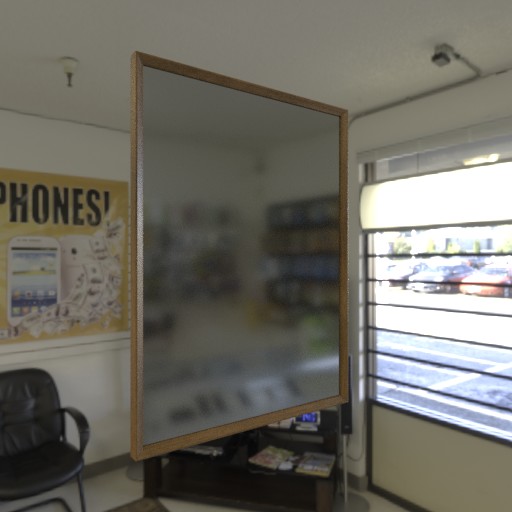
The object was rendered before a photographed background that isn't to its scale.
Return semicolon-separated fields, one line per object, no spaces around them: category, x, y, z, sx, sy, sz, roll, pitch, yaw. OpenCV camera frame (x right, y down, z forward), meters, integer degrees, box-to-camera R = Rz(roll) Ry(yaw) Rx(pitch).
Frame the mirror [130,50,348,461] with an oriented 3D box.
mirror;0.000;0.000;1.334;0.762;1.016;0.041;0;0;-36
